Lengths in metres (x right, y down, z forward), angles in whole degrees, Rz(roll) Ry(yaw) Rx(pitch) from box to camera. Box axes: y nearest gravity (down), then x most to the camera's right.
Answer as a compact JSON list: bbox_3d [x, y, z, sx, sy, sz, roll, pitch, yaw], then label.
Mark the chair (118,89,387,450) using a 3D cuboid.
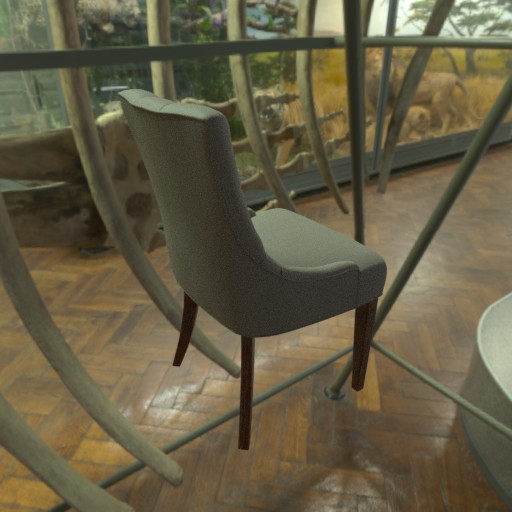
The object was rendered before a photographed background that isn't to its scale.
[{"bbox_3d":[0.000,0.000,1.231,0.565,0.874,0.509,-18,32,-31],"label":"chair"}]
